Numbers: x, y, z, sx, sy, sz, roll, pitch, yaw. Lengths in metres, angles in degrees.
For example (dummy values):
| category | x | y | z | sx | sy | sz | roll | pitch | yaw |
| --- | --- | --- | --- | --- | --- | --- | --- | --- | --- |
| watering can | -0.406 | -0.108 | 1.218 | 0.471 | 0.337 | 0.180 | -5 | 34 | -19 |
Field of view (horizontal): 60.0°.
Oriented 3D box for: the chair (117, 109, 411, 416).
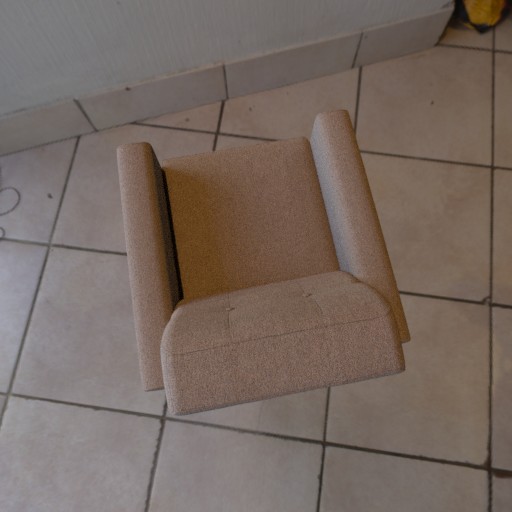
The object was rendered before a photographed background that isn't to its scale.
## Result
| category | x | y | z | sx | sy | sz | roll | pitch | yaw |
| --- | --- | --- | --- | --- | --- | --- | --- | --- | --- |
| chair | 0.000 | 0.000 | 1.535 | 0.831 | 0.839 | 0.907 | -10 | 75 | -3 |
